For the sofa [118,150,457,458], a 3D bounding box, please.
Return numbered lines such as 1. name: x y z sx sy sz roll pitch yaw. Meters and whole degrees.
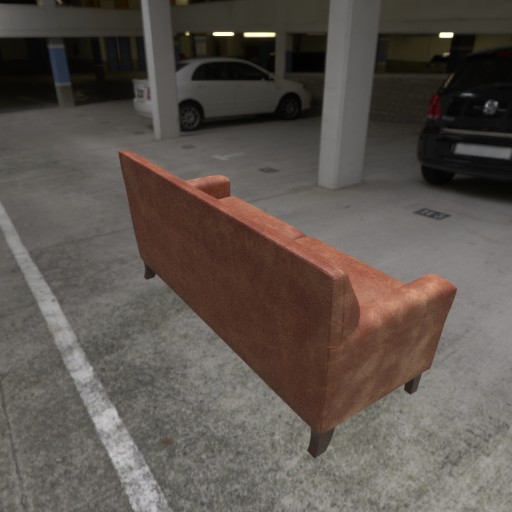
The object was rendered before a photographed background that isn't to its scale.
1. sofa: 0.000 0.000 2.570 0.805 0.947 2.053 -17 32 -30
